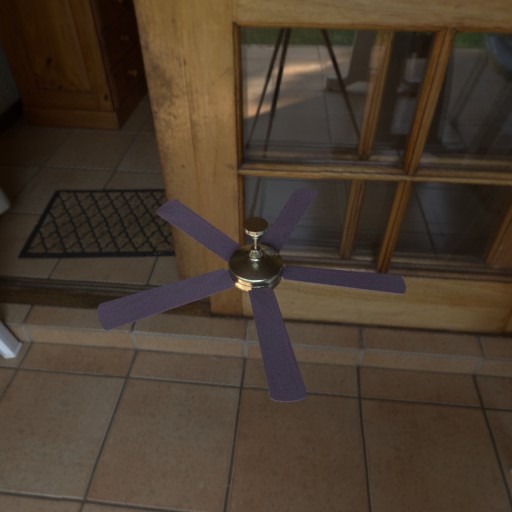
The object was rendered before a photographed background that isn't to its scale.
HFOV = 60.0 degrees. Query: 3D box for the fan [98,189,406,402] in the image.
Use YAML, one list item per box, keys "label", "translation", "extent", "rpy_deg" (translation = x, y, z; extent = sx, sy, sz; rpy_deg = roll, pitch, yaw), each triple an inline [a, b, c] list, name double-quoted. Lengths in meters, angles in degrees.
- label: "fan"
  translation: [0.000, 0.000, 1.971]
  extent: [1.321, 0.356, 1.321]
  rpy_deg: [0, 43, 0]
